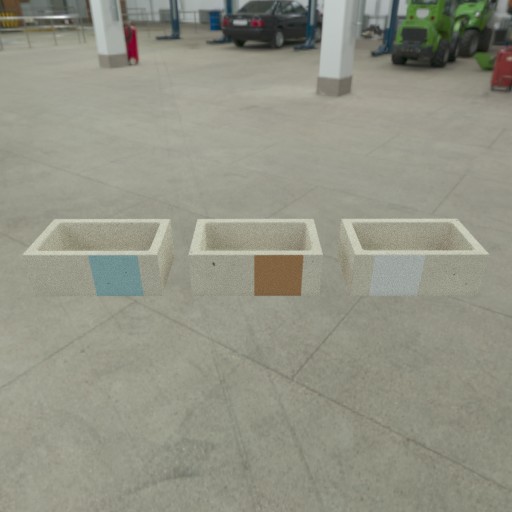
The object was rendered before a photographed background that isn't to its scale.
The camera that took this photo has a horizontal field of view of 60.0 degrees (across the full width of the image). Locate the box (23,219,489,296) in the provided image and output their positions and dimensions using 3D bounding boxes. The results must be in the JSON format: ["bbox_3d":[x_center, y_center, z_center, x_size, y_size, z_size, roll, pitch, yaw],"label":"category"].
[{"bbox_3d":[0.000,0.000,0.485,0.461,0.051,0.082,0,30,0],"label":"box"}]
